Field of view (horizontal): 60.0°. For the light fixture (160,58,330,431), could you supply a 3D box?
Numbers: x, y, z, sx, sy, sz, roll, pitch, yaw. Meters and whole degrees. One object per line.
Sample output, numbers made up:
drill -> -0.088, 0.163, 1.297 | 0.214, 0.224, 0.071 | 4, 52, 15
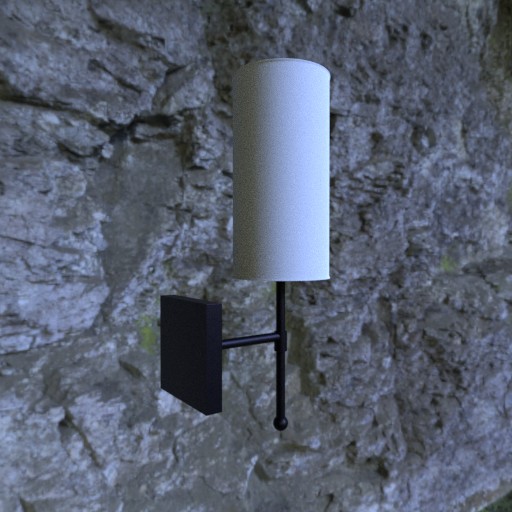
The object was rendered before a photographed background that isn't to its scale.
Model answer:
light fixture -> 0.000, 0.000, 0.559 | 0.208, 0.462, 0.128 | -1, 1, -36
